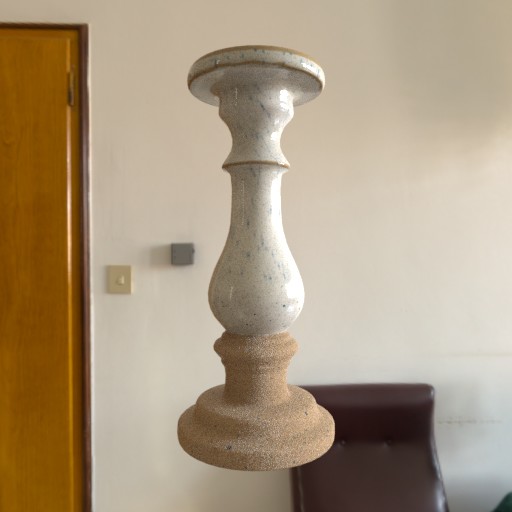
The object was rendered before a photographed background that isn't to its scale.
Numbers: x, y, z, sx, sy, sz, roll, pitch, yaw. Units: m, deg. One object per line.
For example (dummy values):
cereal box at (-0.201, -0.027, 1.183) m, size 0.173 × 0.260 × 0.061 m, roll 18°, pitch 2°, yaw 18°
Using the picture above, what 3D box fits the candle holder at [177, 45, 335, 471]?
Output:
candle holder at (0.000, 0.000, 0.249) m, size 0.088 × 0.203 × 0.088 m, roll 0°, pitch 1°, yaw 0°
